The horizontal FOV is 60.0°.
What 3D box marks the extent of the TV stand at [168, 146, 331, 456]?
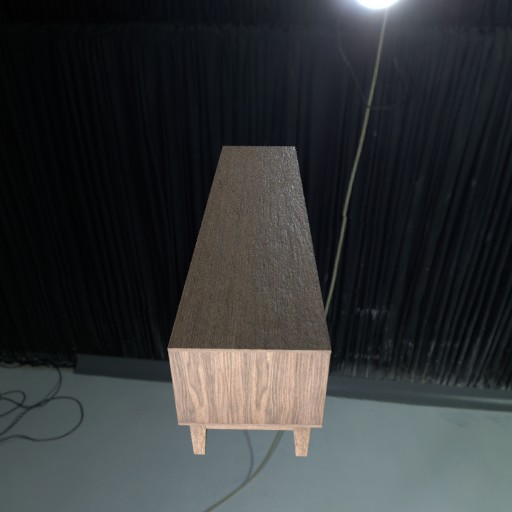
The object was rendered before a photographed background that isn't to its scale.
[{"bbox_3d":[0.000,0.000,1.730,0.366,0.409,1.482,1,31,1],"label":"TV stand"}]
